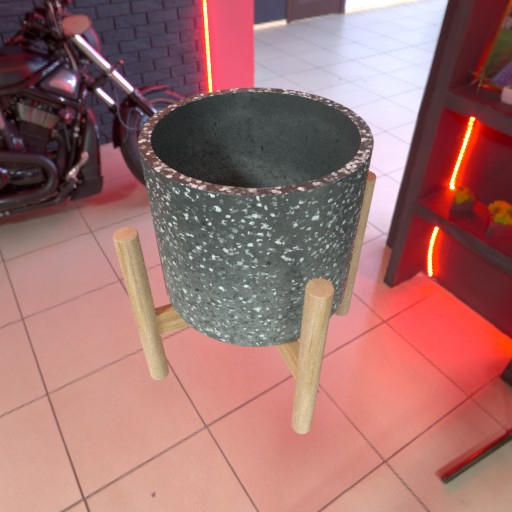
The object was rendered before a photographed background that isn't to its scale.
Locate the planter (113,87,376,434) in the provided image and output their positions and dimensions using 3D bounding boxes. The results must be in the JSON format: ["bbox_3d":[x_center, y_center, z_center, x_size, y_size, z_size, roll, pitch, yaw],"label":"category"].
[{"bbox_3d":[0.000,0.000,0.531,0.284,0.320,0.284,0,41,-1],"label":"planter"}]
